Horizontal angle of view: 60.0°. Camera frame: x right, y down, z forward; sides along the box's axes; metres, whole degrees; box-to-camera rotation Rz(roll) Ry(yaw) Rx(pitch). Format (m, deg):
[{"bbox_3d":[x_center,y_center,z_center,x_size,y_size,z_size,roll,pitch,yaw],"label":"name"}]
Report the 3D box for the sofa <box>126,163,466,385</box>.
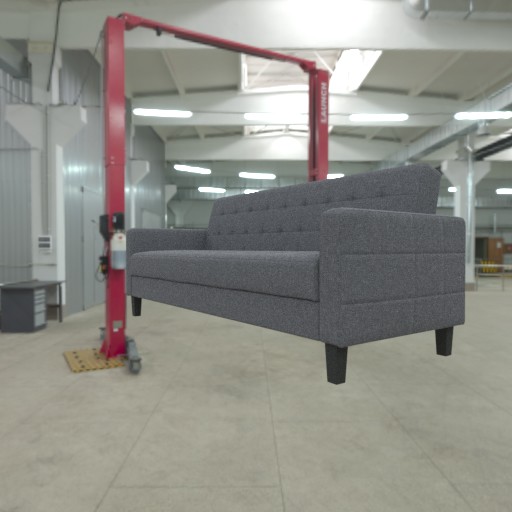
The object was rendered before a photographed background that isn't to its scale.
[{"bbox_3d":[0.000,0.000,2.503,0.810,0.850,2.040,-1,1,-36],"label":"sofa"}]
